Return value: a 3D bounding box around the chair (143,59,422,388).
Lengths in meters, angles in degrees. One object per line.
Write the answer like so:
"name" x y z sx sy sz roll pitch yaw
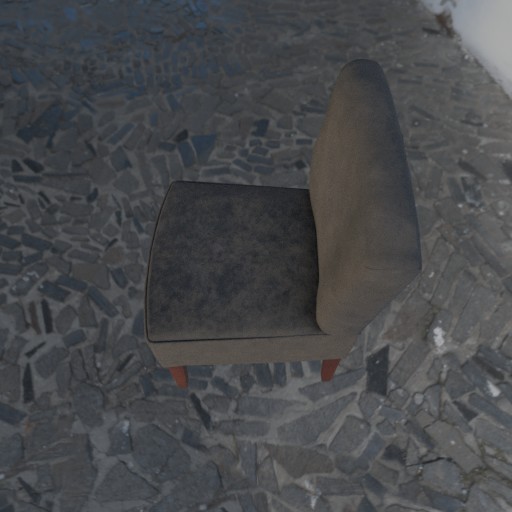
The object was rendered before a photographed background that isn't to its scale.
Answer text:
"chair" 0.000 0.000 1.151 0.554 0.806 0.521 1 58 1
